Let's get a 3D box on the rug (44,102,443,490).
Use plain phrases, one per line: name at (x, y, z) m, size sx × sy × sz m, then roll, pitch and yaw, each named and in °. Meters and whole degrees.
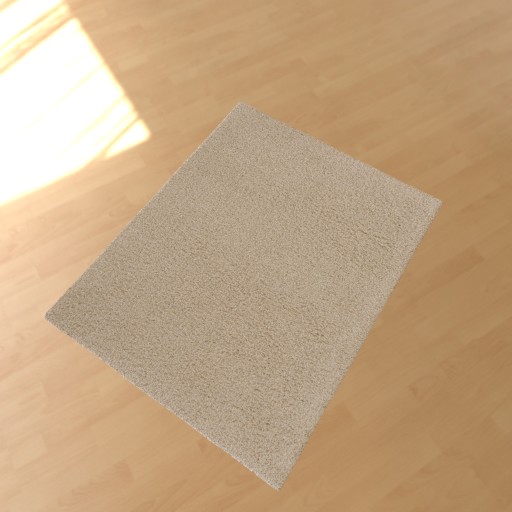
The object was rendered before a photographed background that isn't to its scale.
rug at (0.000, 0.000, 4.124) m, size 2.438 × 0.029 × 3.047 m, roll 31°, pitch 68°, yaw 14°
